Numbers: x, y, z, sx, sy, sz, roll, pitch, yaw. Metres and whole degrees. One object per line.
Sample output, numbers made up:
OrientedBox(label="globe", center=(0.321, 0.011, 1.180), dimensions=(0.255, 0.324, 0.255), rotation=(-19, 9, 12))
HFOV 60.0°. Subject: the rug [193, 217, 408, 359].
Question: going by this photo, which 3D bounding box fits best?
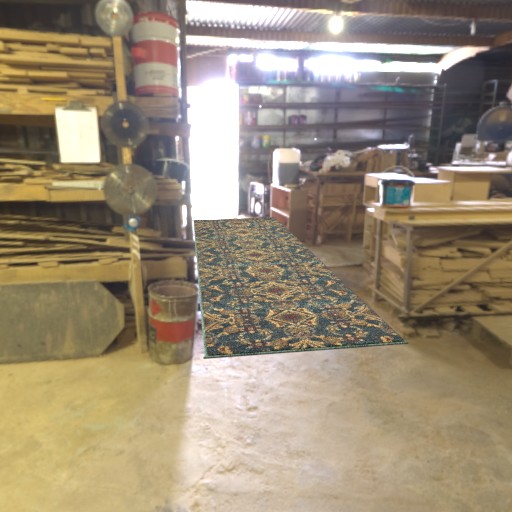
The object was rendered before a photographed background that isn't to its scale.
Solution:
OrientedBox(label="rug", center=(0.000, 0.000, 2.522), dimensions=(0.685, 0.014, 2.292), rotation=(-2, 16, -8))
